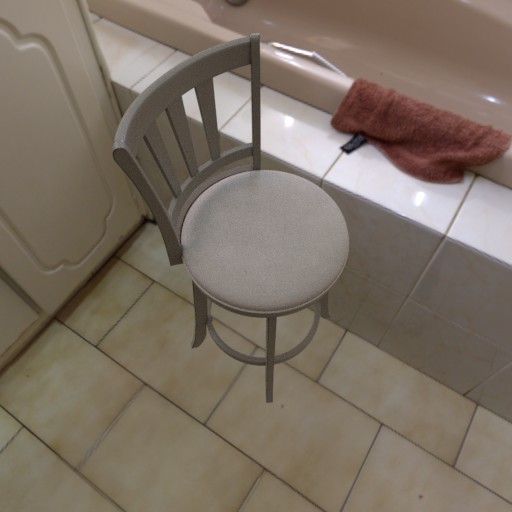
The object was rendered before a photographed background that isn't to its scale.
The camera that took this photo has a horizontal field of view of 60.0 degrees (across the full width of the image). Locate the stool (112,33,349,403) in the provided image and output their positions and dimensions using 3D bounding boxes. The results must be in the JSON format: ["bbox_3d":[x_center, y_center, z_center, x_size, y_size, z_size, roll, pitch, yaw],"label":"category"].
[{"bbox_3d":[0.000,0.000,1.251,0.486,0.994,0.450,31,63,18],"label":"stool"}]
